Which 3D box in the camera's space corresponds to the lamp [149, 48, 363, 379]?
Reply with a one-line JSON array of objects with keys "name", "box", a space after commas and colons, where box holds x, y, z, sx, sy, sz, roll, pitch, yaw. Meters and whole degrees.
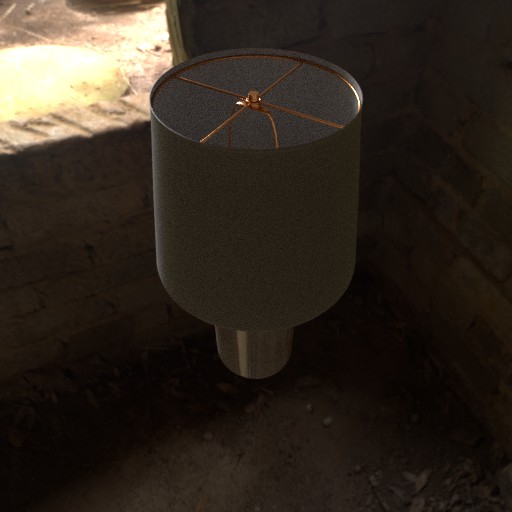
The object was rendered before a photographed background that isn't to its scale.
[{"name": "lamp", "box": [0.000, 0.000, 0.436, 0.189, 0.340, 0.189, 0, 47, 0]}]
